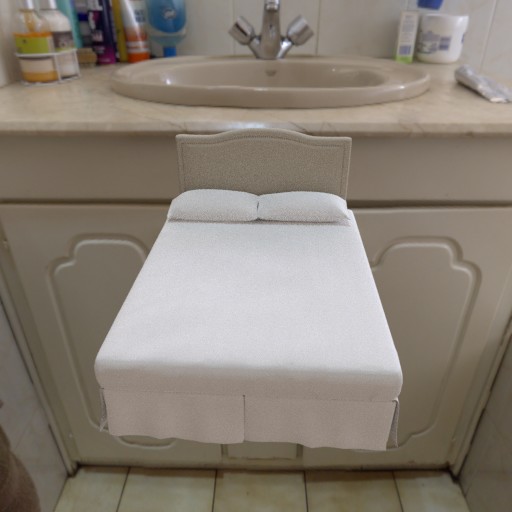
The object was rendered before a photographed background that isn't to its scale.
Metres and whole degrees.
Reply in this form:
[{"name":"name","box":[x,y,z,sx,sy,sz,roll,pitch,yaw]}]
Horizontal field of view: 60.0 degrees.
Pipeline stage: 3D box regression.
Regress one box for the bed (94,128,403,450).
[{"name":"bed","box":[0.000,0.000,3.583,1.977,1.437,2.477,2,31,3]}]
